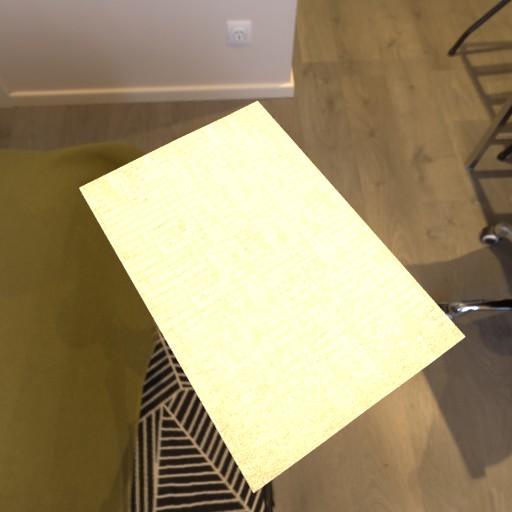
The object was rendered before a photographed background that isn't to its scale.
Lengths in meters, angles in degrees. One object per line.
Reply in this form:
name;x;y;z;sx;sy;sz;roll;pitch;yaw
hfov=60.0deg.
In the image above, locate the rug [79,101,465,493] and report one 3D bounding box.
rug;0.000;0.000;2.321;1.211;0.007;1.827;-30;67;-14
